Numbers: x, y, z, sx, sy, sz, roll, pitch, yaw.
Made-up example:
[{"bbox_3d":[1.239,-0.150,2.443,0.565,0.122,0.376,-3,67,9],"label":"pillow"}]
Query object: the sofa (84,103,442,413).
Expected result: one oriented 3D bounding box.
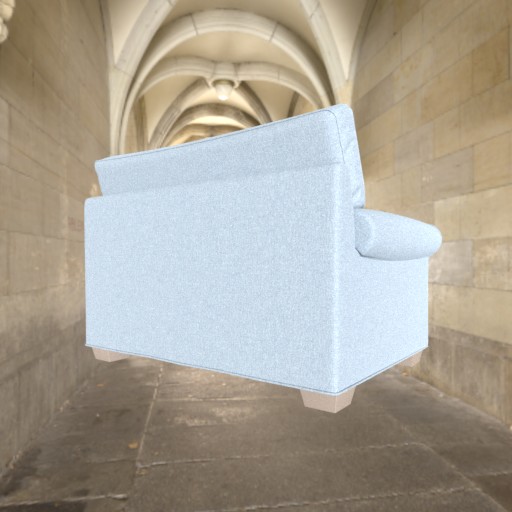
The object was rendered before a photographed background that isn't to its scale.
[{"bbox_3d":[0.000,0.000,2.029,1.410,0.953,0.940,0,-1,37],"label":"sofa"}]
